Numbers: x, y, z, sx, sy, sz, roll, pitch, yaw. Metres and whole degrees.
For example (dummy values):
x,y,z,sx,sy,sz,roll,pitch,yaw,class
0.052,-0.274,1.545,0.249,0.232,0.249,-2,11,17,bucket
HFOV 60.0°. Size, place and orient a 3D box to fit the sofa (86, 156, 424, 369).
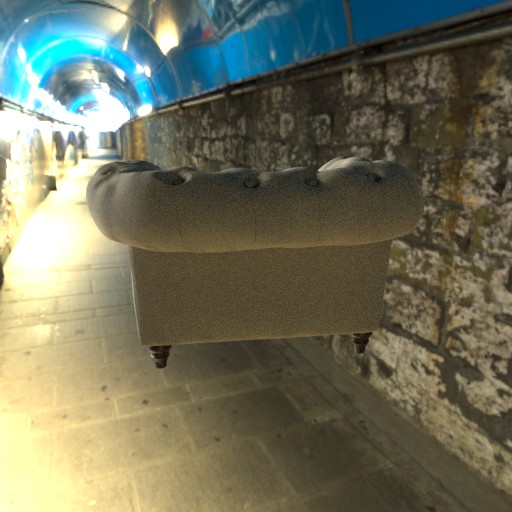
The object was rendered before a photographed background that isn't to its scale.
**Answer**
x,y,z,sx,sy,sz,roll,pitch,yaw,class
0.000,0.000,2.050,1.405,0.878,1.034,-2,15,-8,sofa
